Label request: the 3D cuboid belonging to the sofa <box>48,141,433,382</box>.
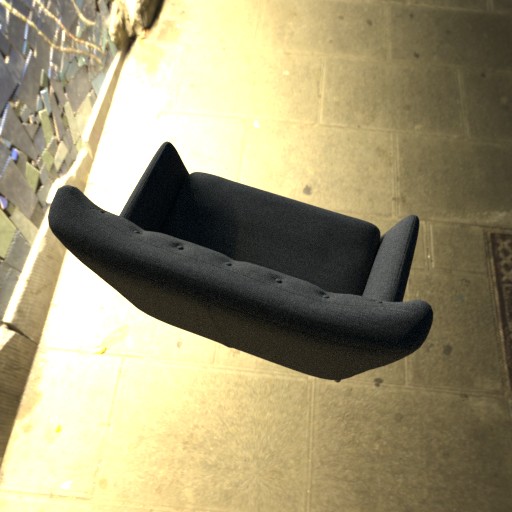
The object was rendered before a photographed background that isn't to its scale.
[{"bbox_3d":[0.000,0.000,2.009,1.358,1.028,0.874,18,65,9],"label":"sofa"}]
